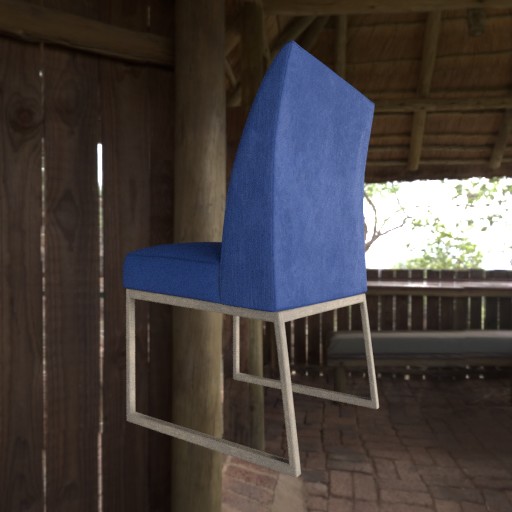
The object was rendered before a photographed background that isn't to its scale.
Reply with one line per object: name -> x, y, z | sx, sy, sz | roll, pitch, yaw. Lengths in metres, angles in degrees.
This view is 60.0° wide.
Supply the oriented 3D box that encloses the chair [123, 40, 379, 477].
chair -> 0.000, 0.000, 1.208 | 0.522, 0.863, 0.508 | 1, 1, 35
